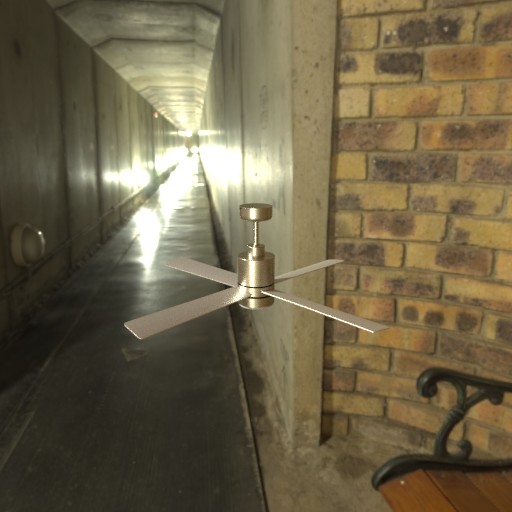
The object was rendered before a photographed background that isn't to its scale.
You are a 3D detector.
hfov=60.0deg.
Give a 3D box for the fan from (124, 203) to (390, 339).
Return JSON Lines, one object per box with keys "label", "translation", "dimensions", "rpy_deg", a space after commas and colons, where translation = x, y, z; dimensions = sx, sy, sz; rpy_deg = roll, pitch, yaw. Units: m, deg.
{"label": "fan", "translation": [0.000, 0.000, 2.363], "dimensions": [1.525, 0.539, 1.525], "rpy_deg": [15, 22, 43]}
